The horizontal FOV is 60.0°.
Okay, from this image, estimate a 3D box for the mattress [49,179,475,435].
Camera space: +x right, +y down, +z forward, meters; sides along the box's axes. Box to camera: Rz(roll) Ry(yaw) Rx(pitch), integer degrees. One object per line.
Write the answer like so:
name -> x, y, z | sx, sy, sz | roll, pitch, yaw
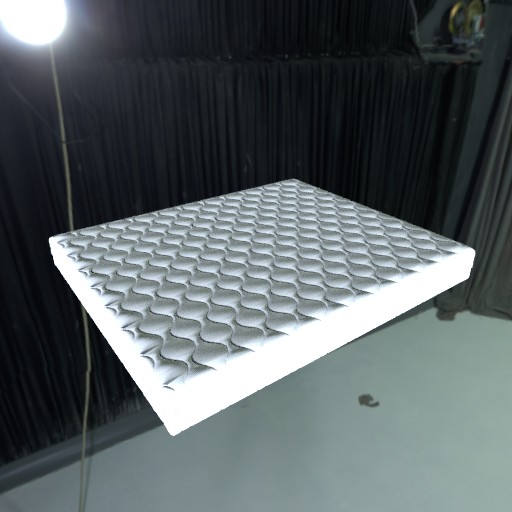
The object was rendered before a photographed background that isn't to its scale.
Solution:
mattress -> 0.000, 0.000, 2.590 | 1.900, 0.200, 1.600 | -19, 33, -31
